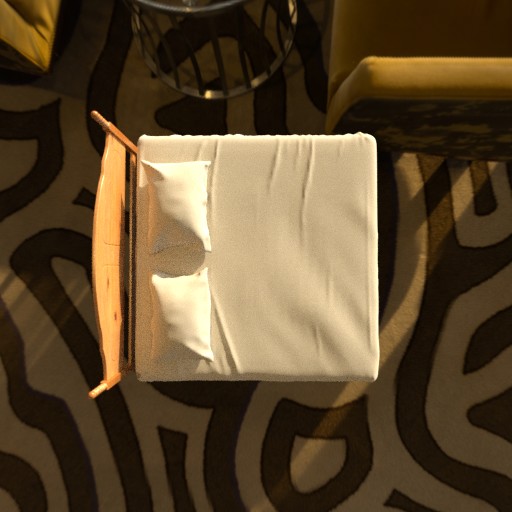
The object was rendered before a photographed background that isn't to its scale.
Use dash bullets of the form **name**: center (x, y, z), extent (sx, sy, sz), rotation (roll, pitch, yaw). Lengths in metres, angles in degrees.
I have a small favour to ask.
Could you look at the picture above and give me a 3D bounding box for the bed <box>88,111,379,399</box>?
- **bed**: center (0.000, 0.000, 3.574), extent (2.219, 1.355, 2.322), rotation (0, 88, 1)
